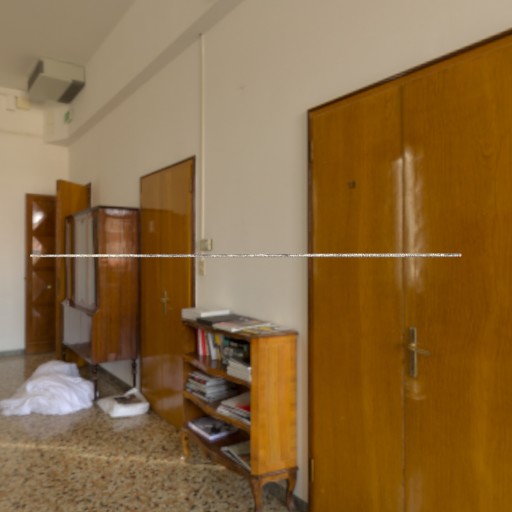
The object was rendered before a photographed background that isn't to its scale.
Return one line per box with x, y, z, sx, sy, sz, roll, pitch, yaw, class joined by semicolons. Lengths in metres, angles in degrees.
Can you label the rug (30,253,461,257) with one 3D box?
0.000;0.000;4.814;3.824;0.019;2.393;0;0;19;rug
